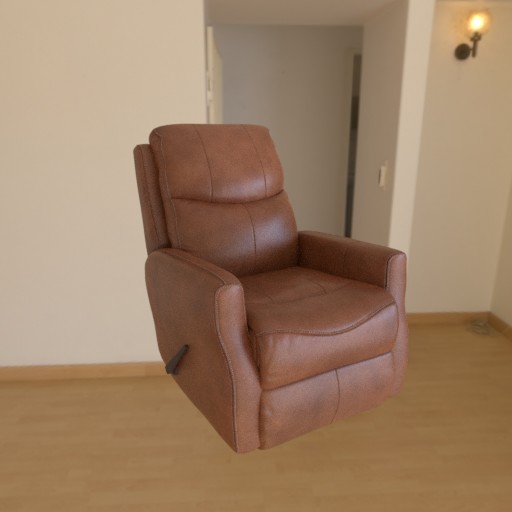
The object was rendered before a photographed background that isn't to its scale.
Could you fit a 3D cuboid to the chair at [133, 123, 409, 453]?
[{"bbox_3d":[0.000,0.000,1.766,0.821,1.016,1.072,-9,18,-28],"label":"chair"}]
